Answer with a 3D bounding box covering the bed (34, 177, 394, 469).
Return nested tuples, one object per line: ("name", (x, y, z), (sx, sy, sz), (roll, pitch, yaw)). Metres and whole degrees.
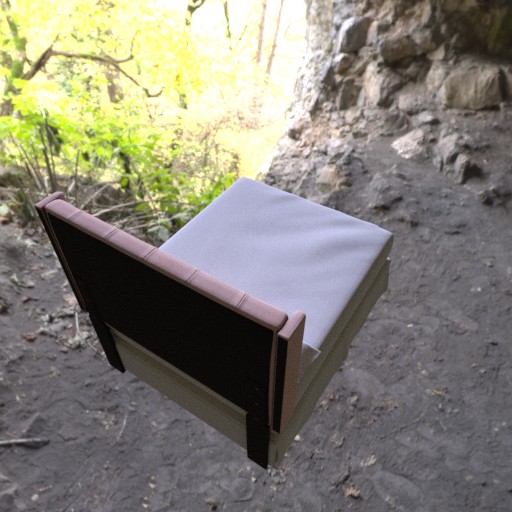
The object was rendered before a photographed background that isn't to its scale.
("bed", (0.000, 0.000, 3.402), (1.719, 1.665, 2.066), (25, 50, 23))
